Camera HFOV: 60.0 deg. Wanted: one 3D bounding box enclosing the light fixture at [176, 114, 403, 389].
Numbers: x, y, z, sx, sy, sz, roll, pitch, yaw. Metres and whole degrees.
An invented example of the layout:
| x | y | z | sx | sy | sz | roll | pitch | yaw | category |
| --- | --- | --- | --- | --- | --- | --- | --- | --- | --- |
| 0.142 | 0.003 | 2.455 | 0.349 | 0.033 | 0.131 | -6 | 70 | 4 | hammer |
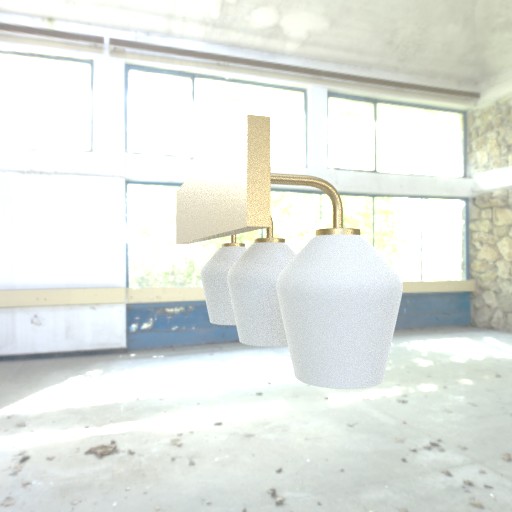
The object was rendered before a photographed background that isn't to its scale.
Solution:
| x | y | z | sx | sy | sz | roll | pitch | yaw | category |
| --- | --- | --- | --- | --- | --- | --- | --- | --- | --- |
| 0.000 | 0.000 | 0.725 | 0.190 | 0.280 | 0.609 | 0 | 0 | -18 | light fixture |
